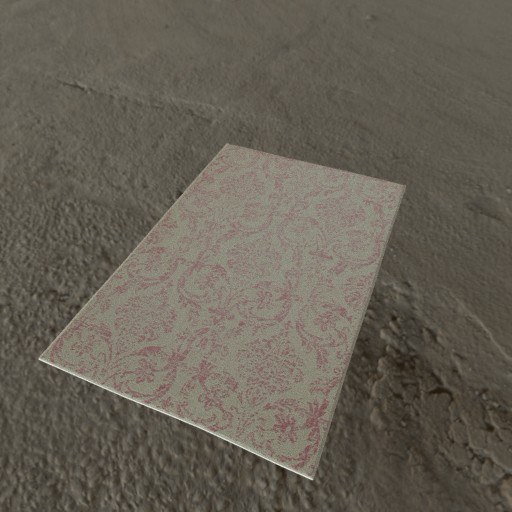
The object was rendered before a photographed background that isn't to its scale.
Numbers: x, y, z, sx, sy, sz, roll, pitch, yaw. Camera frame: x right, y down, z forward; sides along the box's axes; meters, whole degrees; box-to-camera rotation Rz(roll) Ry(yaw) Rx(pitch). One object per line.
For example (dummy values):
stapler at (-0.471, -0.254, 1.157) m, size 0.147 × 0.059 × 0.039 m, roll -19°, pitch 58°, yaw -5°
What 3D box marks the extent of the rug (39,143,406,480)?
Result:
rug at (0.000, 0.000, 3.426) m, size 1.819 × 0.018 × 2.746 m, roll 17°, pitch 48°, yaw 16°
